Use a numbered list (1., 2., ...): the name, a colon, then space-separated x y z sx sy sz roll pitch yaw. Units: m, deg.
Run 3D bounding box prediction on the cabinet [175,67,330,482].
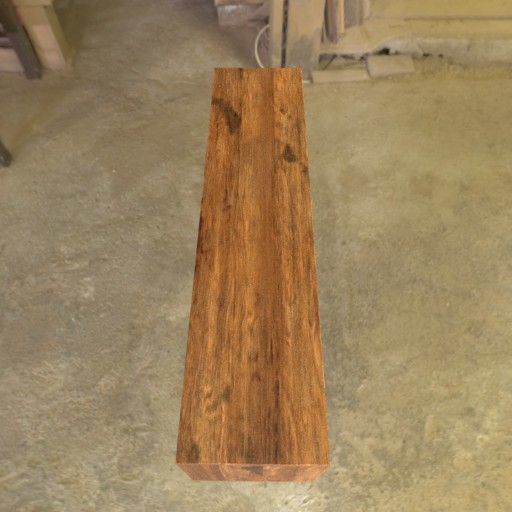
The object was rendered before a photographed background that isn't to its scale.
1. cabinet: 0.000 0.000 1.607 0.349 0.528 1.448 1 57 0
